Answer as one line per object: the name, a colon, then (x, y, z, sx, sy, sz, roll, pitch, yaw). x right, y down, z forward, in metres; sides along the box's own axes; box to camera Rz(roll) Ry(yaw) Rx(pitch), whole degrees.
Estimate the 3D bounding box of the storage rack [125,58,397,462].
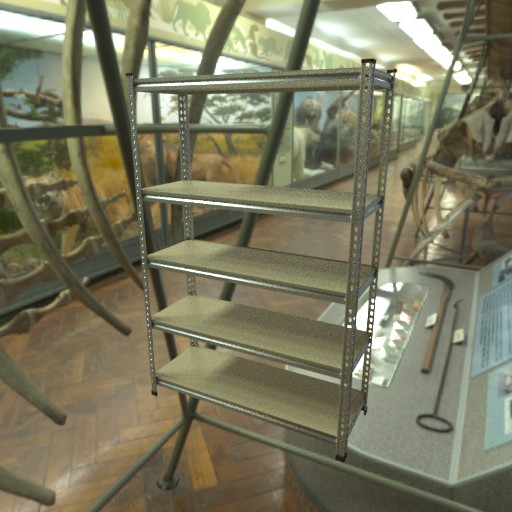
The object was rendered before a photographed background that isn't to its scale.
storage rack: (0.000, 0.000, 2.369, 1.219, 1.829, 0.457, 9, 19, 26)
